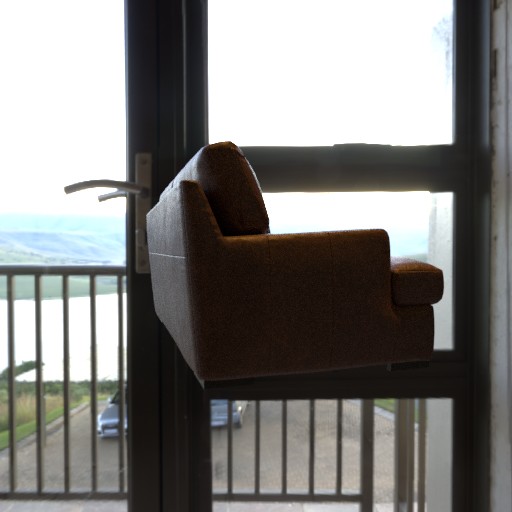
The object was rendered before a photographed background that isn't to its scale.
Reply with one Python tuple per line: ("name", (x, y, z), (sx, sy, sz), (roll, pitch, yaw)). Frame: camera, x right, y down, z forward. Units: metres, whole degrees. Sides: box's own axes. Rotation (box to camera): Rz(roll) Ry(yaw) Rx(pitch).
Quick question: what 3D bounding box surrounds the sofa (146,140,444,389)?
("sofa", (0.000, 0.000, 2.586), (1.143, 0.939, 1.880), (0, 1, -18))
